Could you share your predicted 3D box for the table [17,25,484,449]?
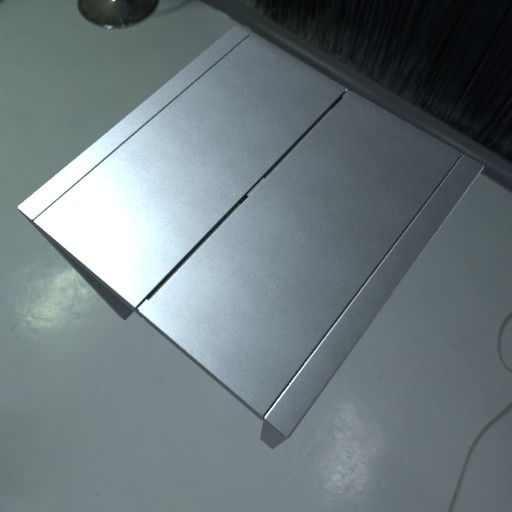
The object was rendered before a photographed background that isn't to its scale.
[{"bbox_3d":[0.000,0.000,0.903,0.508,0.508,0.508,36,70,15],"label":"table"}]
